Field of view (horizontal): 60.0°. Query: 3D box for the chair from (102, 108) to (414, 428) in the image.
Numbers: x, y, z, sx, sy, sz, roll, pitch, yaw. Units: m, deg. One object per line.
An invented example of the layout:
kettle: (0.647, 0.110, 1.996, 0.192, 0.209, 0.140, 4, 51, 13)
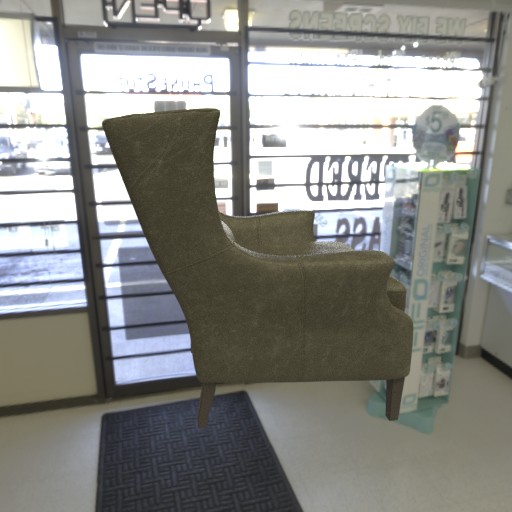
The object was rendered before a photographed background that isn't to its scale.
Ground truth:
chair: (0.000, 0.000, 1.649, 0.926, 1.016, 0.853, -3, 16, -10)
